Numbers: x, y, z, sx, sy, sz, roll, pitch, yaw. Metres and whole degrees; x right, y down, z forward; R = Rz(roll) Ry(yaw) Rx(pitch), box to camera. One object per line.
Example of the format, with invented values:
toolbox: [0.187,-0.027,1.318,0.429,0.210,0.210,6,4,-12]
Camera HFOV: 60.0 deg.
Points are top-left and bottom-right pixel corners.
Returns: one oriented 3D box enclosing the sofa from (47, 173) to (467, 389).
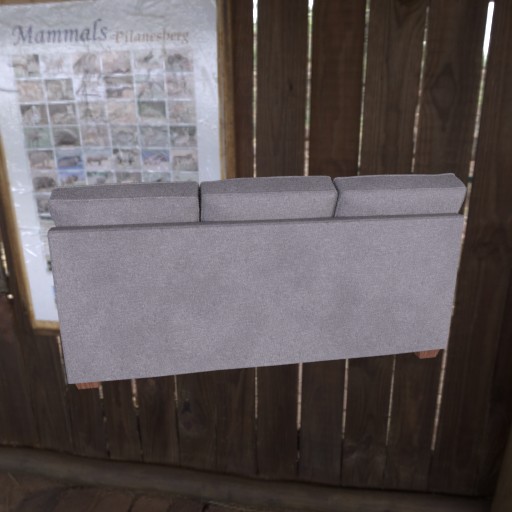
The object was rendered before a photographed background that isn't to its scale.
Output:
sofa: [0.000,0.000,2.548,1.962,0.973,1.027,-3,16,-10]
